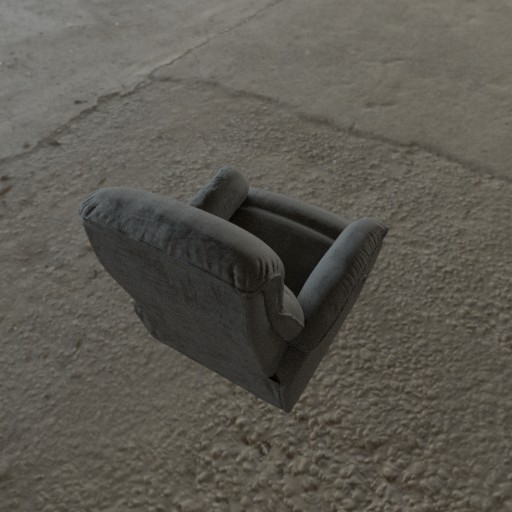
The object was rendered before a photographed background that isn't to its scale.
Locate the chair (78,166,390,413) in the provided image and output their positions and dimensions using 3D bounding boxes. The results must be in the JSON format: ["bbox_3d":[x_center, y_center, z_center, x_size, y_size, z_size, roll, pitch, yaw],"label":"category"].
[{"bbox_3d":[0.000,0.000,1.757,0.820,1.037,1.004,23,51,21],"label":"chair"}]
